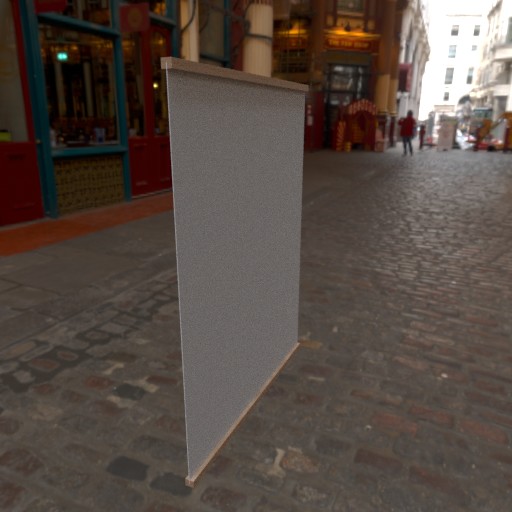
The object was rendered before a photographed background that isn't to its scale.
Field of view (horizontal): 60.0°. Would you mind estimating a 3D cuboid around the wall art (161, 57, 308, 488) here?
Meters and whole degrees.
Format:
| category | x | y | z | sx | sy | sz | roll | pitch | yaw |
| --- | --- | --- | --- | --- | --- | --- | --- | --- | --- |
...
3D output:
| category | x | y | z | sx | sy | sz | roll | pitch | yaw |
| --- | --- | --- | --- | --- | --- | --- | --- | --- | --- |
| wall art | 0.000 | 0.000 | 0.671 | 0.012 | 0.508 | 0.405 | 8 | 19 | 24 |
